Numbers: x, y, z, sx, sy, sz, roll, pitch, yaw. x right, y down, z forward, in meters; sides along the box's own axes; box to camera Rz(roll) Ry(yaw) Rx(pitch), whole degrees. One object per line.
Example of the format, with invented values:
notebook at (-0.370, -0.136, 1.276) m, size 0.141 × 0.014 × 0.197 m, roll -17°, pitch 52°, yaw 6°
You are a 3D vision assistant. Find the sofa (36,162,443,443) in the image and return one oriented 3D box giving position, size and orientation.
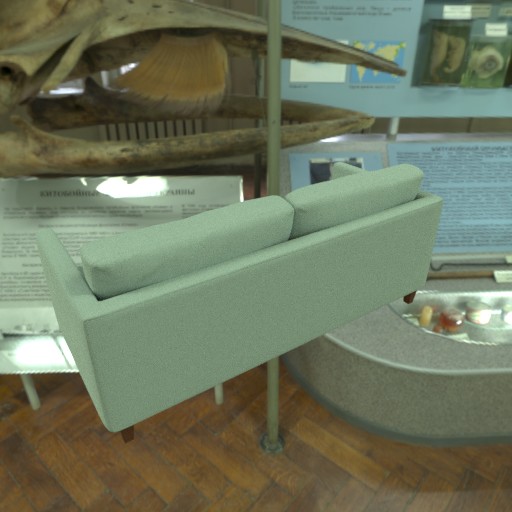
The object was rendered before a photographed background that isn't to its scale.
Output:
sofa at (0.000, 0.000, 2.650) m, size 2.208 × 0.965 × 0.951 m, roll -18°, pitch 34°, yaw -29°
